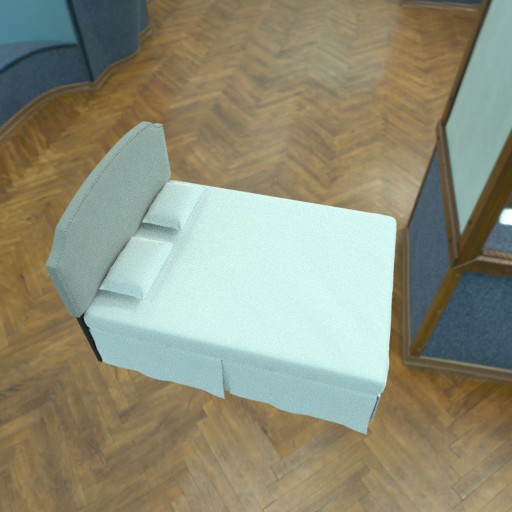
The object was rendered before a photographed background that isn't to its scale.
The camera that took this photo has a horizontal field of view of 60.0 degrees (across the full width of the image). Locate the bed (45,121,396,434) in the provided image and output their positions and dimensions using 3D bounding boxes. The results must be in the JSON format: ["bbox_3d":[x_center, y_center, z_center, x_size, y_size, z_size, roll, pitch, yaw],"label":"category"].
[{"bbox_3d":[0.000,0.000,3.070,1.999,1.270,1.558,11,48,10],"label":"bed"}]
